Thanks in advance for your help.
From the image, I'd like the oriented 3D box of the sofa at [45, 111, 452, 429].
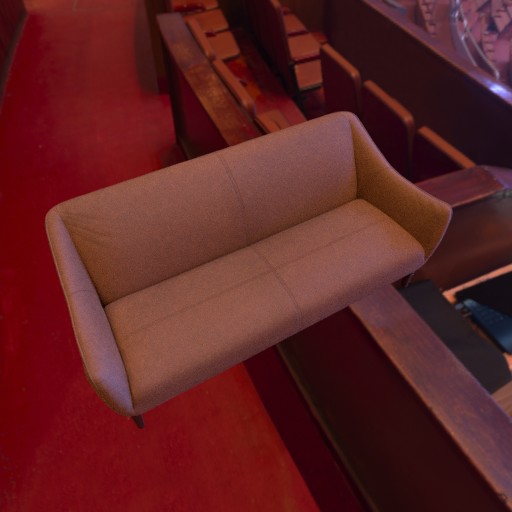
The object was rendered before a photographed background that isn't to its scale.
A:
[{"bbox_3d":[0.000,0.000,2.363,1.928,0.830,0.869,-24,52,-20],"label":"sofa"}]
